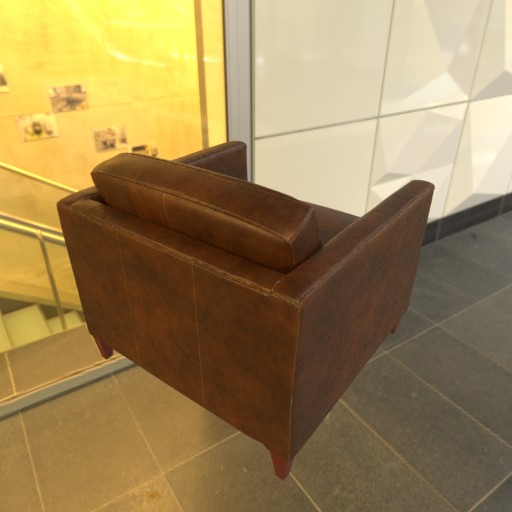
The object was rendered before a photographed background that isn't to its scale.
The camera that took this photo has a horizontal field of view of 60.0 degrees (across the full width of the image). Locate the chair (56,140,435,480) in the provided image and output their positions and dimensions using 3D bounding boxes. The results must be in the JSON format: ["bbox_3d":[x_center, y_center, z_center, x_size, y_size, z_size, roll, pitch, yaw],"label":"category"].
[{"bbox_3d":[0.000,0.000,1.714,0.990,0.864,0.975,21,36,32],"label":"chair"}]
